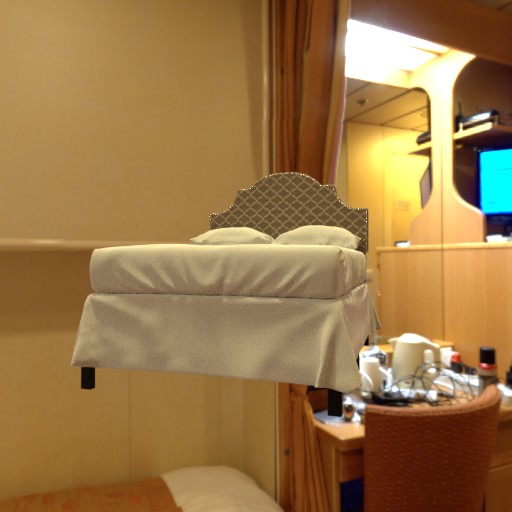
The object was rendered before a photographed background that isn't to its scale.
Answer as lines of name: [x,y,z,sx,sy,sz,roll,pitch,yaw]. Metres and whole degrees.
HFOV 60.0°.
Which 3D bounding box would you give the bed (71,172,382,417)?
bed: [0.000,0.000,3.406,1.780,1.633,2.222,0,-1,18]
